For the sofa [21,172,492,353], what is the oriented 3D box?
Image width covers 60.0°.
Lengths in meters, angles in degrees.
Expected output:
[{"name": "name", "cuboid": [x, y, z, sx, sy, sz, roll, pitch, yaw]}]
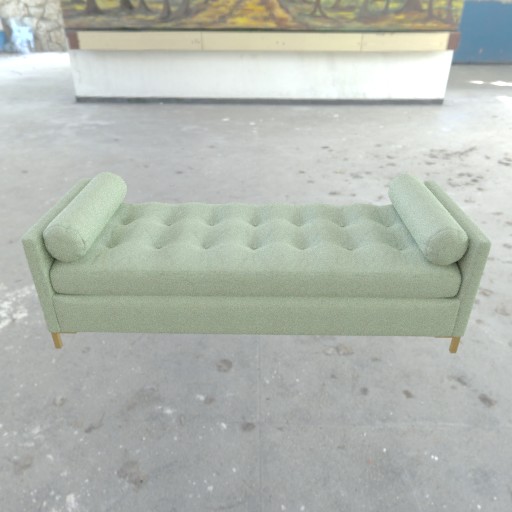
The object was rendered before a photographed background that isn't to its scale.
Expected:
[{"name": "sofa", "cuboid": [0.000, 0.000, 2.418, 2.102, 0.705, 0.796, 0, 30, 1]}]
